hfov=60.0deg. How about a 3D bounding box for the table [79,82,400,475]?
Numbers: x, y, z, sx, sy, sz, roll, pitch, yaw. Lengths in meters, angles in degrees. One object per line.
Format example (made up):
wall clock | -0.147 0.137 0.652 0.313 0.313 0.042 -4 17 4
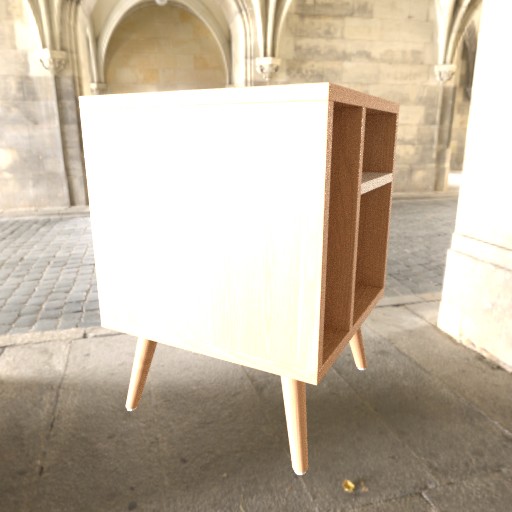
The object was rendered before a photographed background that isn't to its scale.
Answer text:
table | 0.000 0.000 0.827 0.400 0.550 0.400 8 17 27
